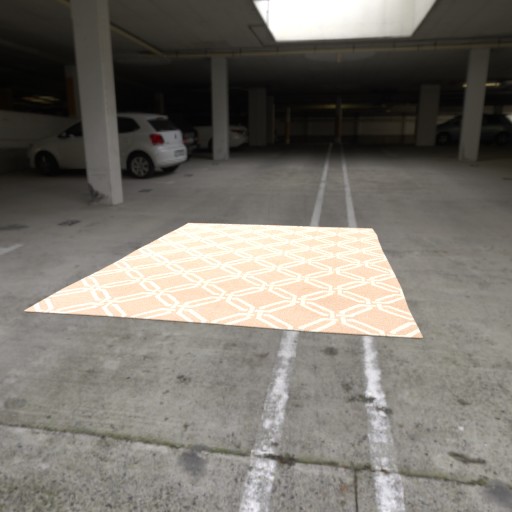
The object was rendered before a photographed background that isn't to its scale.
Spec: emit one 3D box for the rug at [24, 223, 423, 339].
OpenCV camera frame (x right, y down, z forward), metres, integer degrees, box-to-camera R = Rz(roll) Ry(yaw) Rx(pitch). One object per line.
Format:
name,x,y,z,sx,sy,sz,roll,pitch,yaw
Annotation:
rug,0.000,0.000,4.213,2.452,0.020,3.365,2,14,9
